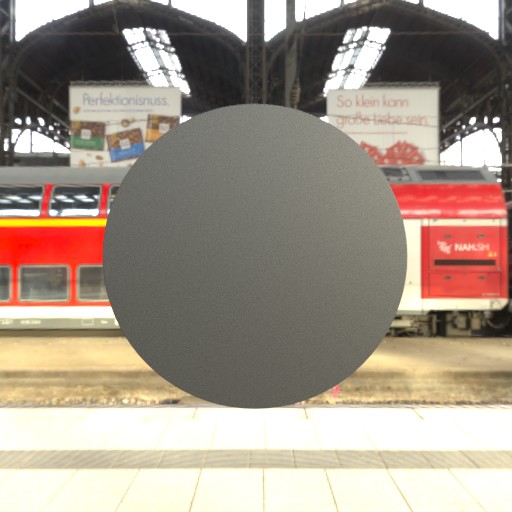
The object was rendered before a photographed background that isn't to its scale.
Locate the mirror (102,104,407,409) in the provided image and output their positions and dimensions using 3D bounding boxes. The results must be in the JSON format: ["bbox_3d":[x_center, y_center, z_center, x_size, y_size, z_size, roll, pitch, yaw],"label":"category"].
[{"bbox_3d":[0.000,0.000,1.579,1.077,1.077,0.036,0,0,-1],"label":"mirror"}]
